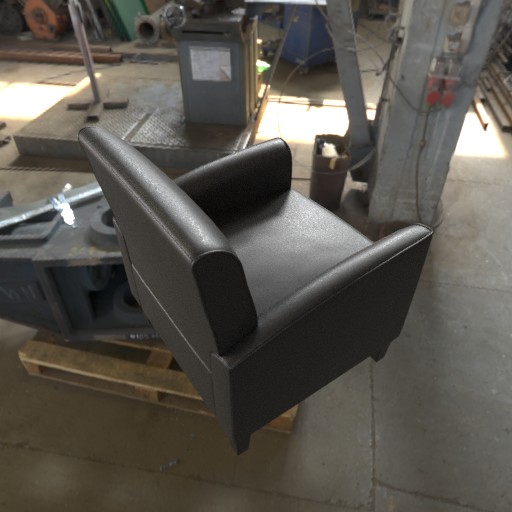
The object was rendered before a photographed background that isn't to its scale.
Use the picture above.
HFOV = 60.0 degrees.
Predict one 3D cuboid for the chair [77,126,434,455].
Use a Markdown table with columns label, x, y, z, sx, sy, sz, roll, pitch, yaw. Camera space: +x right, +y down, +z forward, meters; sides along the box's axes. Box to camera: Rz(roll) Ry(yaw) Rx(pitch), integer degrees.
| label | x | y | z | sx | sy | sz | roll | pitch | yaw |
| --- | --- | --- | --- | --- | --- | --- | --- | --- | --- |
| chair | 0.000 | 0.000 | 1.569 | 0.819 | 0.916 | 0.820 | -24 | 46 | -26 |
